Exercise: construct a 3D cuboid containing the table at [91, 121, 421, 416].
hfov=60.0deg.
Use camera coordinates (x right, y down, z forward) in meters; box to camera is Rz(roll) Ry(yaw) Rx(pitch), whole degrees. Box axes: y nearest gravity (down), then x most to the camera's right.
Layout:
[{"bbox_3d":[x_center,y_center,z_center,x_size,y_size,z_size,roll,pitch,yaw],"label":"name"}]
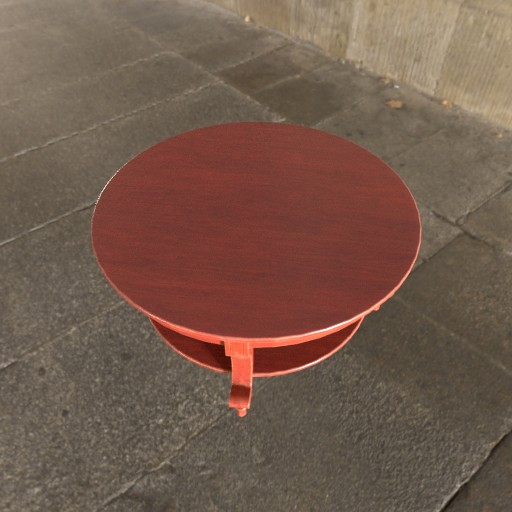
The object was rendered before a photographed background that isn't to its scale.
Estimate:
[{"bbox_3d":[0.000,0.000,1.590,1.029,0.486,1.029,0,46,0],"label":"table"}]
